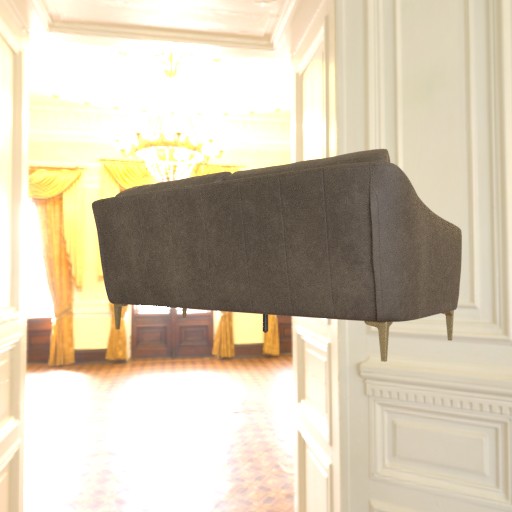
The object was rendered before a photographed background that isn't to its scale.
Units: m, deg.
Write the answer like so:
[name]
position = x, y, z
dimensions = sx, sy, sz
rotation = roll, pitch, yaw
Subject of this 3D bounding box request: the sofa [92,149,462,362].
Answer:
[sofa]
position = 0.000, 0.000, 2.551
dimensions = 2.036, 0.902, 0.960
rotation = -1, -2, 34
